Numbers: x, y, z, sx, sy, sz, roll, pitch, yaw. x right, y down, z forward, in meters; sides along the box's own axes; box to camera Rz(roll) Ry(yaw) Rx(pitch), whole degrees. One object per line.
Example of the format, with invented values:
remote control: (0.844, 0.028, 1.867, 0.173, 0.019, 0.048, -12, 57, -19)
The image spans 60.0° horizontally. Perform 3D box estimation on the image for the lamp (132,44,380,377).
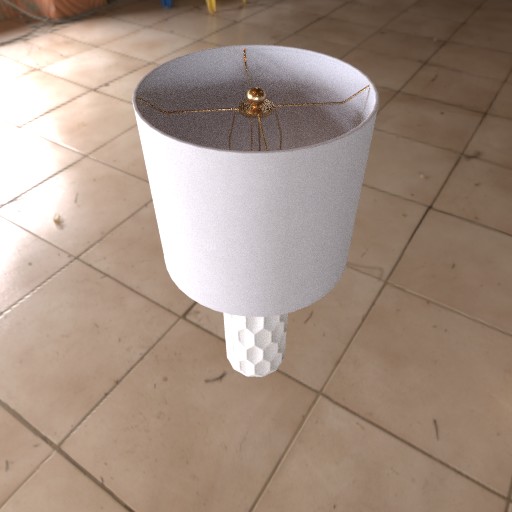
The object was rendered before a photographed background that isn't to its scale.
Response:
lamp: (0.000, 0.000, 0.693, 0.277, 0.537, 0.277, 24, 49, 22)
